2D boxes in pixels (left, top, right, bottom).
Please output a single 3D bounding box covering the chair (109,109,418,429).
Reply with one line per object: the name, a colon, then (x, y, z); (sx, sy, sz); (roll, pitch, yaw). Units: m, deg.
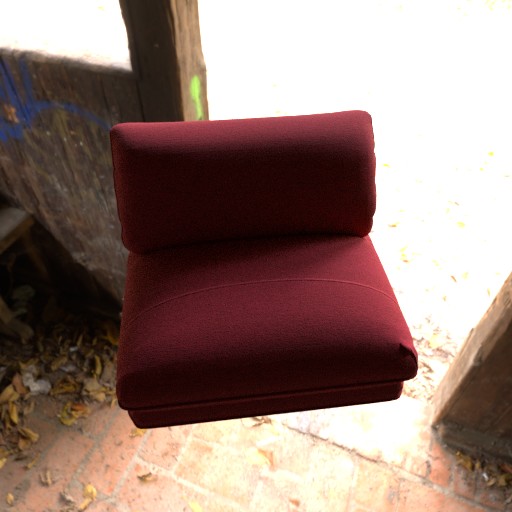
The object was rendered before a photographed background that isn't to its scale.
chair: (0.000, 0.000, 1.326); (0.820, 0.580, 0.780); (-5, 46, -5)
